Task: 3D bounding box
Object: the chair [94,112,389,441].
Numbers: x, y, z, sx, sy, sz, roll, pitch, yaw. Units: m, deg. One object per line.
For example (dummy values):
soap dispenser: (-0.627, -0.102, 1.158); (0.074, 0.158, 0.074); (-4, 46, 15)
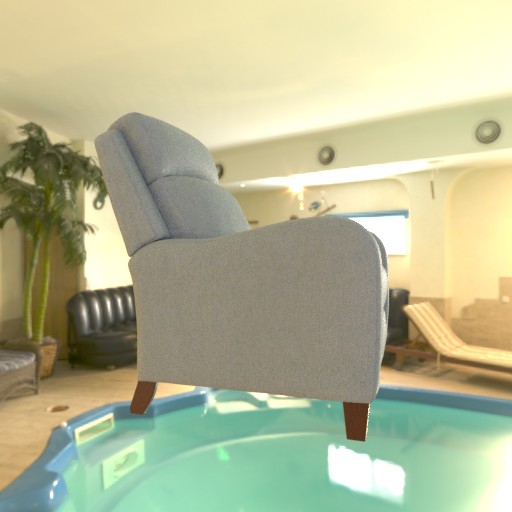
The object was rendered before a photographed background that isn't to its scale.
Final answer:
chair: (0.000, 0.000, 1.745); (0.988, 1.067, 0.785); (0, 1, 18)
